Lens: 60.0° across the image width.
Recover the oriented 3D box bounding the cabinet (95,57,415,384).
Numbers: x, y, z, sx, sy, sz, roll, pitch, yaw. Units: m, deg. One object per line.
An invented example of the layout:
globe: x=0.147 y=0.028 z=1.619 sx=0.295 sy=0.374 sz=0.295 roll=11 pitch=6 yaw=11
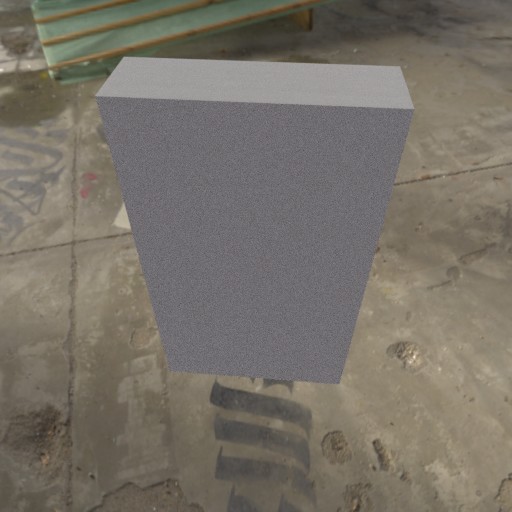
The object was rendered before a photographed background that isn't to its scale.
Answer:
cabinet: x=0.000 y=0.000 z=1.580 sx=0.750 sy=1.280 sz=0.250 roll=4 pitch=46 yaw=3
